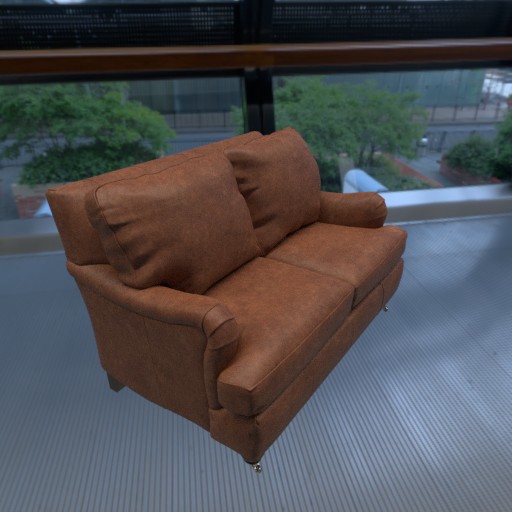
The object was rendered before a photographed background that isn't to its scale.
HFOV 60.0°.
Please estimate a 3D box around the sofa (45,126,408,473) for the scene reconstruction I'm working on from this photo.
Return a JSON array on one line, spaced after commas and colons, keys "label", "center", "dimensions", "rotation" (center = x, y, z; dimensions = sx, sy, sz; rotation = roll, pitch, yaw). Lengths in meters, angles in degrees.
[{"label": "sofa", "center": [0.000, 0.000, 2.171], "dimensions": [1.077, 1.004, 1.527], "rotation": [18, 32, 31]}]
